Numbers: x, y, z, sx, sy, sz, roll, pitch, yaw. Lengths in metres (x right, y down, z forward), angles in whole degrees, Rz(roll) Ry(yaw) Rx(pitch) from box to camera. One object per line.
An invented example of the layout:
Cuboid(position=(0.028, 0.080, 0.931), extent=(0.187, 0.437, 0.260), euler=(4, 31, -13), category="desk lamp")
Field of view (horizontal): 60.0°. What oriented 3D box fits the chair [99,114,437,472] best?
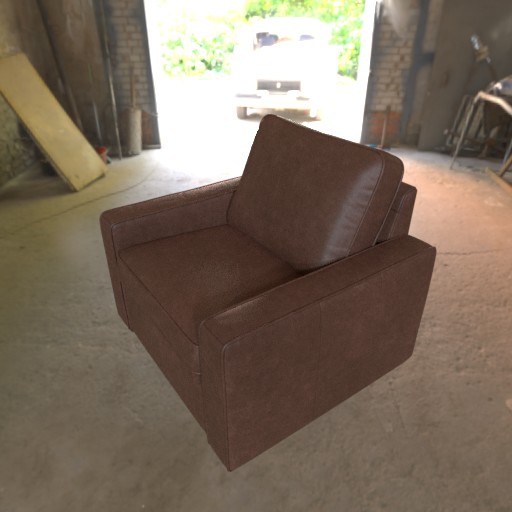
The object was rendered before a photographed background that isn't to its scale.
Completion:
Cuboid(position=(0.000, 0.000, 1.774), extent=(0.940, 0.919, 1.017), euler=(-20, 37, -30), category="chair")
